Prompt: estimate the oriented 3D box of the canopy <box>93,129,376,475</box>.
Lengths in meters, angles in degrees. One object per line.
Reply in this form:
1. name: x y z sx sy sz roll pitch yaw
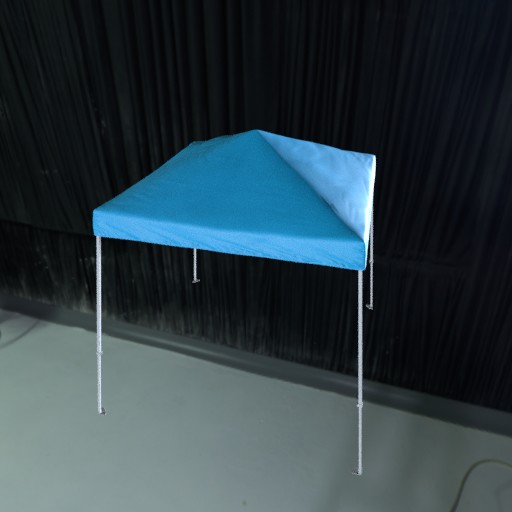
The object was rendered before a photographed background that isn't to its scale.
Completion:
1. canopy: 0.000 0.000 5.055 2.848 2.849 2.849 7 30 13
